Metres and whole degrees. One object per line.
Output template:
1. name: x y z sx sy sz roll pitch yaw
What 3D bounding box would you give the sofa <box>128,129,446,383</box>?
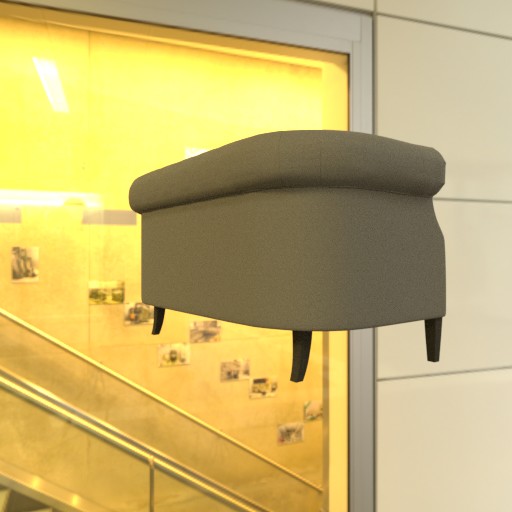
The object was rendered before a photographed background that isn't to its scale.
1. sofa: 0.000 0.000 2.053 0.835 0.827 1.558 0 0 -37
